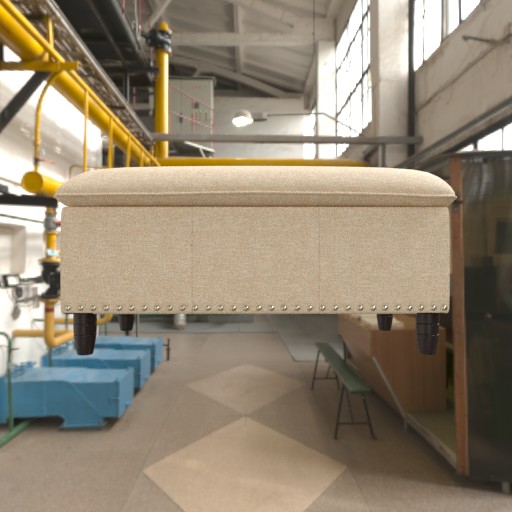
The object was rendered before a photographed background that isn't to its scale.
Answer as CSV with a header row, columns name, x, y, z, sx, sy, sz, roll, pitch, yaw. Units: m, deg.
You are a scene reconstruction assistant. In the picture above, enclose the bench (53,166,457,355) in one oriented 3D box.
name,x,y,z,sx,sy,sz,roll,pitch,yaw
bench,0.000,0.000,1.270,0.991,0.483,0.483,0,0,0
